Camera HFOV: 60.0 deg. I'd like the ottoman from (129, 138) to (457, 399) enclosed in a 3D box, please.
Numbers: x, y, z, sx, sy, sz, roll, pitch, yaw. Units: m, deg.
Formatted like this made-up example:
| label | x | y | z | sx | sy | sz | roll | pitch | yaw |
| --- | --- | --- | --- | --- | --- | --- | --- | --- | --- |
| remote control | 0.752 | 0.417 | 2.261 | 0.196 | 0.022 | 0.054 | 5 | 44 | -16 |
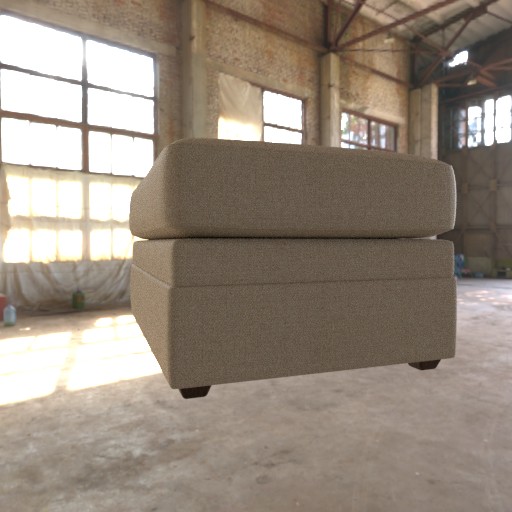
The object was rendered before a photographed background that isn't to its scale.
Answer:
| label | x | y | z | sx | sy | sz | roll | pitch | yaw |
| --- | --- | --- | --- | --- | --- | --- | --- | --- | --- |
| ottoman | 0.000 | 0.000 | 1.232 | 0.637 | 0.478 | 0.885 | -1 | 2 | -20 |
